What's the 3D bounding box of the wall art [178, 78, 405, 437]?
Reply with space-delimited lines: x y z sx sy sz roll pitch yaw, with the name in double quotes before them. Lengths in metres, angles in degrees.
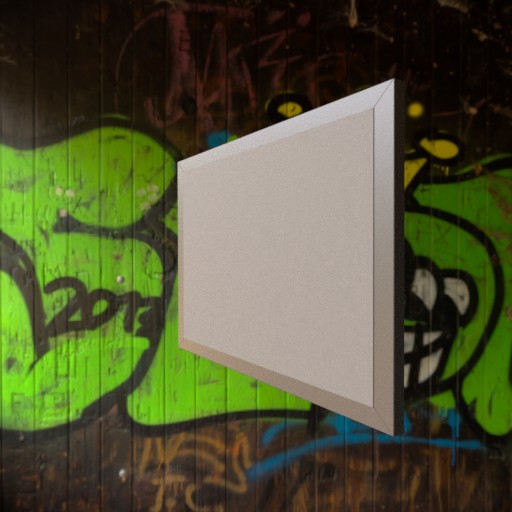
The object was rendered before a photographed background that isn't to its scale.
"wall art" 0.000 0.000 0.559 0.016 0.306 0.432 0 1 -35
